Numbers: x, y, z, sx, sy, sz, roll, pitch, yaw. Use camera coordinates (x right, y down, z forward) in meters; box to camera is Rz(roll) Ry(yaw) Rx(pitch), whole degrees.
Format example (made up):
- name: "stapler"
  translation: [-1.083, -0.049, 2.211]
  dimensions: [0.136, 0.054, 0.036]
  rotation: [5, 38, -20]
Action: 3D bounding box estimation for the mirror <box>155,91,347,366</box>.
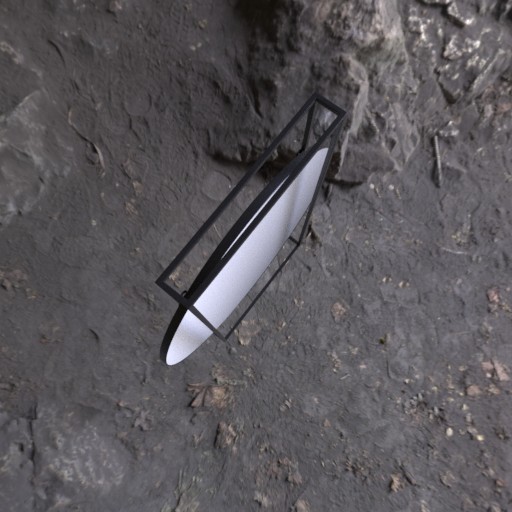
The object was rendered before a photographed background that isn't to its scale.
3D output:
- name: "mirror"
  translation: [0.000, 0.000, 0.825]
  dimensions: [0.051, 0.603, 0.508]
  rotation: [37, 78, 9]
